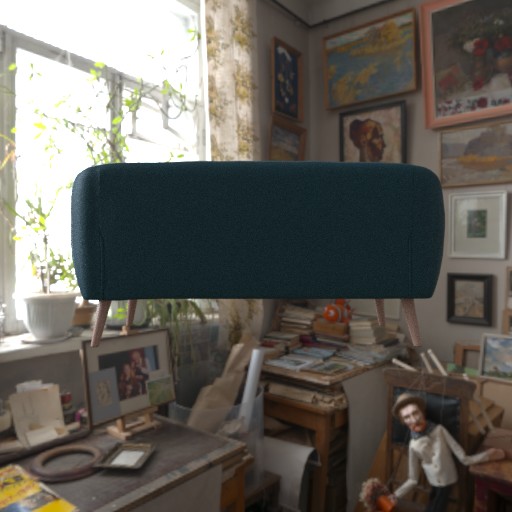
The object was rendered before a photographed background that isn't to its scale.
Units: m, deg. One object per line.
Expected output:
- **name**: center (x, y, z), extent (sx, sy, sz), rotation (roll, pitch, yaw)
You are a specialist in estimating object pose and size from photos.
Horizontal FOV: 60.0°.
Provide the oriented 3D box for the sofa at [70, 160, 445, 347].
- **sofa**: center (0.000, 0.000, 2.323), extent (1.840, 0.836, 0.820), rotation (0, 0, 0)
